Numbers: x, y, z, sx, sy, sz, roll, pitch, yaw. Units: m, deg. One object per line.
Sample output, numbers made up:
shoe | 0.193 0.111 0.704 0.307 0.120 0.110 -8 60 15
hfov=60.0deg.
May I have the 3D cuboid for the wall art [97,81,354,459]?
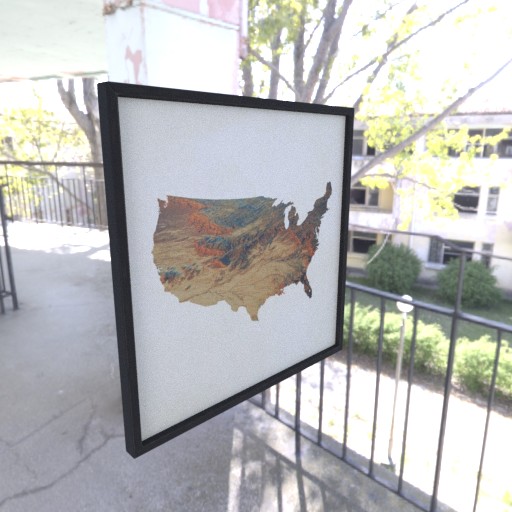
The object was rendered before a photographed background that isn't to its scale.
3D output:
wall art | 0.000 0.000 0.450 0.304 0.303 0.015 -13 19 -43
